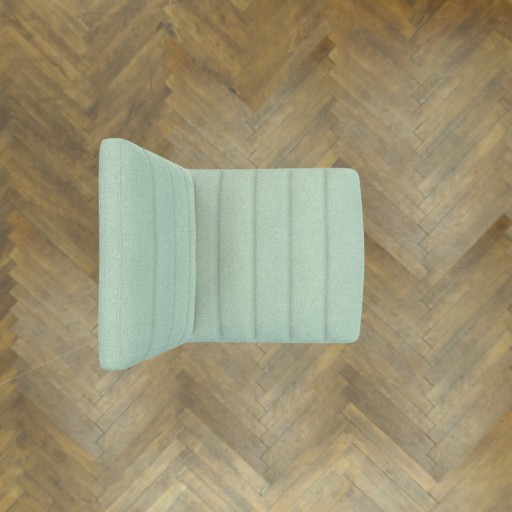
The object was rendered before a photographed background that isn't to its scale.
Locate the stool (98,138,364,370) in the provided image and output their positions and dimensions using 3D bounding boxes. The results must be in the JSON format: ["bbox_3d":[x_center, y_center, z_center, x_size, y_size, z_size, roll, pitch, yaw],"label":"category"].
[{"bbox_3d":[0.000,0.000,1.293,0.567,0.971,0.459,0,90,2],"label":"stool"}]
